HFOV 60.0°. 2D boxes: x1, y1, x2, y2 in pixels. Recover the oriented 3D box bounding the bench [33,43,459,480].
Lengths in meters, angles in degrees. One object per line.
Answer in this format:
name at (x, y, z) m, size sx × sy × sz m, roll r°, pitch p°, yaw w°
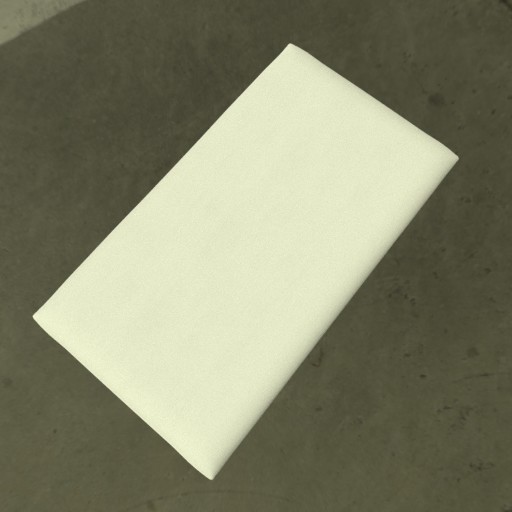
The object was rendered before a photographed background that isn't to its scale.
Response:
bench at (0.000, 0.000, 1.164) m, size 0.500 × 0.449 × 0.887 m, roll 38°, pitch 78°, yaw 9°
